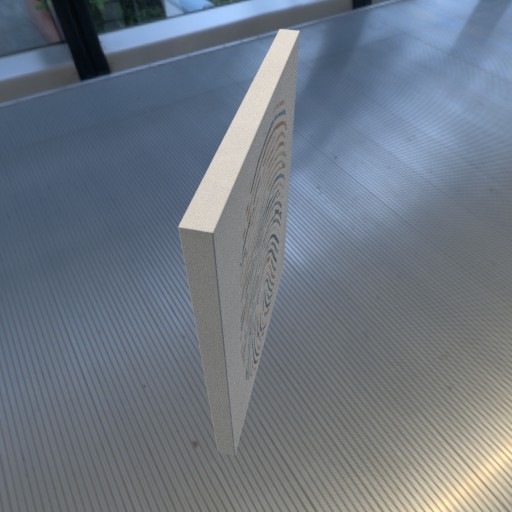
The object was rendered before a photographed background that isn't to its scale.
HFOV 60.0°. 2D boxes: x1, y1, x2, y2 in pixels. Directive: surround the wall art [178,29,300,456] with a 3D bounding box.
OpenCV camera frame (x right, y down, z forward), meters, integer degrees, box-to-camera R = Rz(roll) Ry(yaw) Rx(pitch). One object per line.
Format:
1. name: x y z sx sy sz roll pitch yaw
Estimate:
1. wall art: 0.000 0.000 0.812 0.037 0.606 0.508 10 48 9
